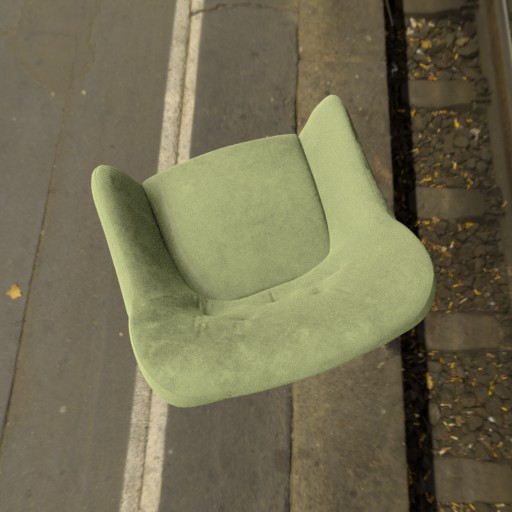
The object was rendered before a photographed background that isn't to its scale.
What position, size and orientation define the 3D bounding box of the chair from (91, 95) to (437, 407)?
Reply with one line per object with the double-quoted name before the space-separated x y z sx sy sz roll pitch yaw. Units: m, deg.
"chair" 0.000 0.000 1.474 0.840 0.804 0.819 -19 75 -5
